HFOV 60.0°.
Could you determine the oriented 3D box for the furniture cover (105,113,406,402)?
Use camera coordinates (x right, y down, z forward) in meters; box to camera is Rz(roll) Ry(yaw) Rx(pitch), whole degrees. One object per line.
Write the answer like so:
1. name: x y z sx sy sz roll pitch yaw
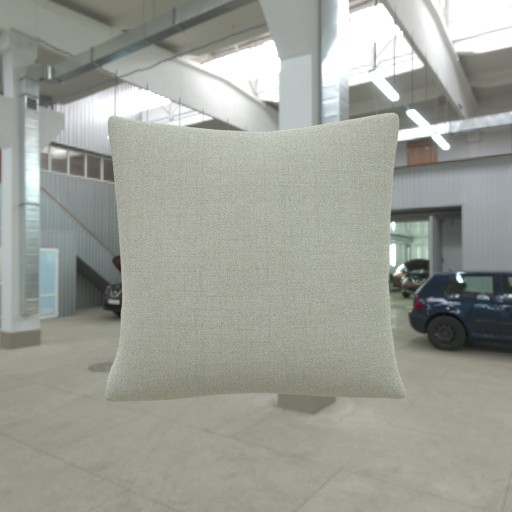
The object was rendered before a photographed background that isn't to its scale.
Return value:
1. furniture cover: 0.000 0.000 0.646 0.435 0.420 0.145 0 -1 -1
